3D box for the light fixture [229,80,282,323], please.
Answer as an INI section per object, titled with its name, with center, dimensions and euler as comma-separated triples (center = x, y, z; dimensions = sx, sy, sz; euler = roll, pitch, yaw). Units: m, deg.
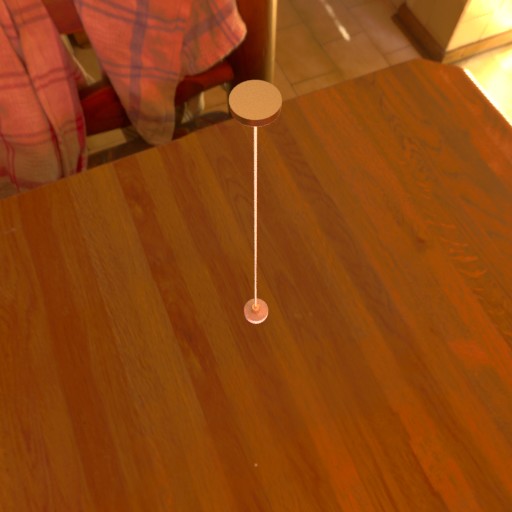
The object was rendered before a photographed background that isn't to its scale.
[light fixture]
center = 0.000, 0.000, 1.761
dimensions = 0.129, 1.669, 0.129
euler = 34, 69, 15
